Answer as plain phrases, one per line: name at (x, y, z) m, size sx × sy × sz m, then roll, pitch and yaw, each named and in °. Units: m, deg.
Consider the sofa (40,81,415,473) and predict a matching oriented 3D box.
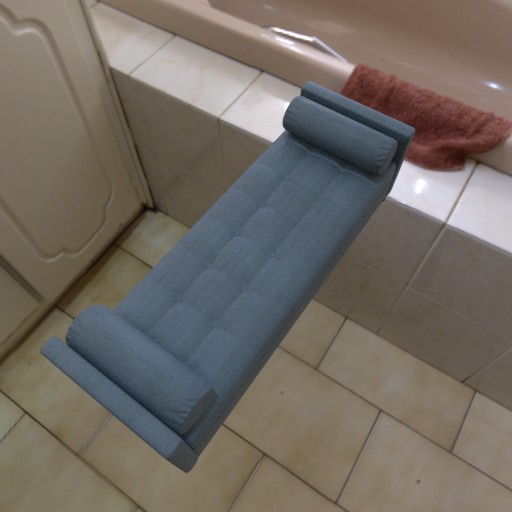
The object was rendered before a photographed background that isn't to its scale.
sofa at (0.000, 0.000, 2.292) m, size 0.686 × 0.635 × 1.981 m, roll 32°, pitch 64°, yaw 17°
